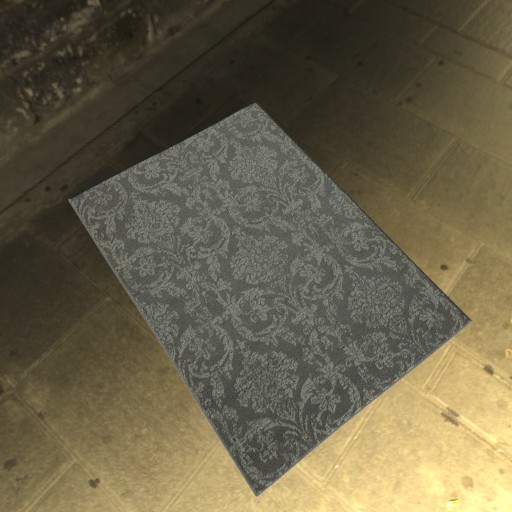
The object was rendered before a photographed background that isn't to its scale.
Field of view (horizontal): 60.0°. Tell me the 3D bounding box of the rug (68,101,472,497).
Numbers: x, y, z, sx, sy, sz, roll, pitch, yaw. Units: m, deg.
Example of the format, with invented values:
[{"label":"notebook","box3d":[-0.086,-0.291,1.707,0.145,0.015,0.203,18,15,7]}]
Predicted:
[{"label":"rug","box3d":[0.000,0.000,2.829,1.578,0.014,2.206,-33,67,-15]}]
